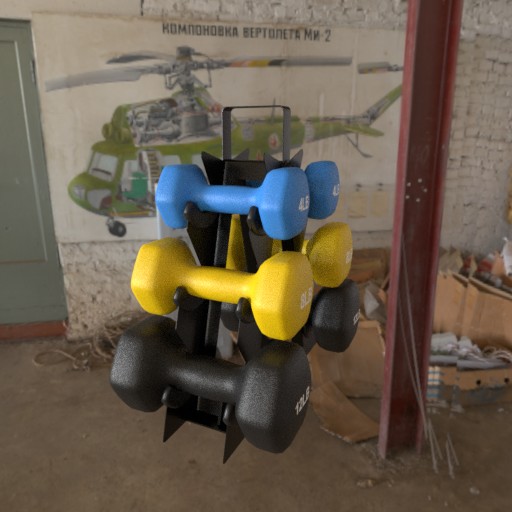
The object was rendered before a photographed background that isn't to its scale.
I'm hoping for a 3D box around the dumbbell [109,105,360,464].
[{"bbox_3d":[0.000,0.000,0.665,0.255,0.426,0.409,7,17,25],"label":"dumbbell"}]
